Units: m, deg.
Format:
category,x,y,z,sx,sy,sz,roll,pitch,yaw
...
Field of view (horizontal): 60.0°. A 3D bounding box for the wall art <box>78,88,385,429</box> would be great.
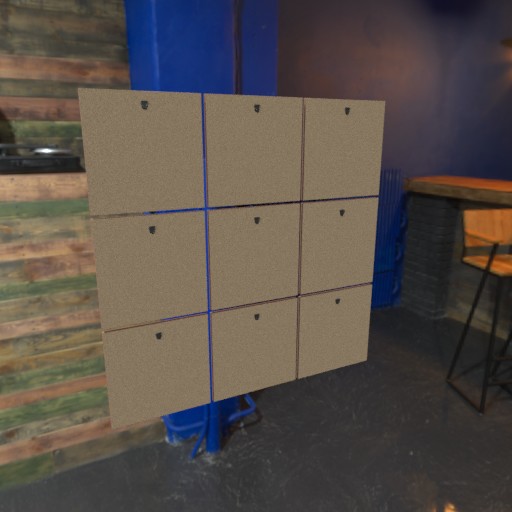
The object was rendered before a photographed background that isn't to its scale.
category,x,y,z,sx,sy,sz,roll,pitch,yaw
wall art,0.000,0.000,1.325,0.906,0.904,0.018,-7,17,-25
